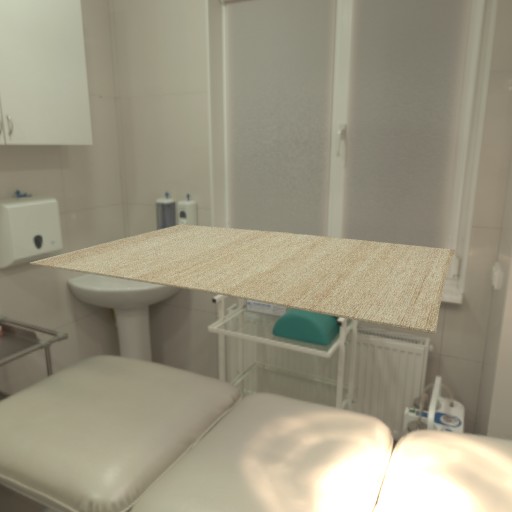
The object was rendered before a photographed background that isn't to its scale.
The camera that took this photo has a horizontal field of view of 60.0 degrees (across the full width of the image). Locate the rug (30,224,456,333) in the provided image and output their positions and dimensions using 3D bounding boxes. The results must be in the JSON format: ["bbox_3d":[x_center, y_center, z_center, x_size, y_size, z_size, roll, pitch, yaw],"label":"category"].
[{"bbox_3d":[0.000,0.000,2.907,2.346,0.029,1.574,7,15,26],"label":"rug"}]
